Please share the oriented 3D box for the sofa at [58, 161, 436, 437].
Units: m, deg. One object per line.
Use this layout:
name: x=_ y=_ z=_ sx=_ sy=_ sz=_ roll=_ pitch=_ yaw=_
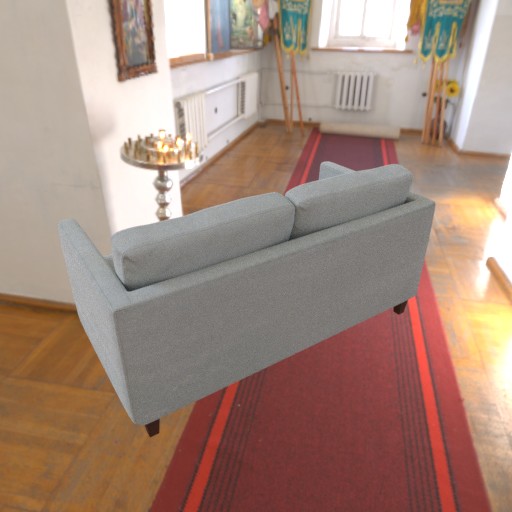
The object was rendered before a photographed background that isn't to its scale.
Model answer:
sofa: x=0.000 y=0.000 z=2.525 sx=1.884 sy=0.963 sz=0.950 roll=-18 pitch=34 yaw=-29
